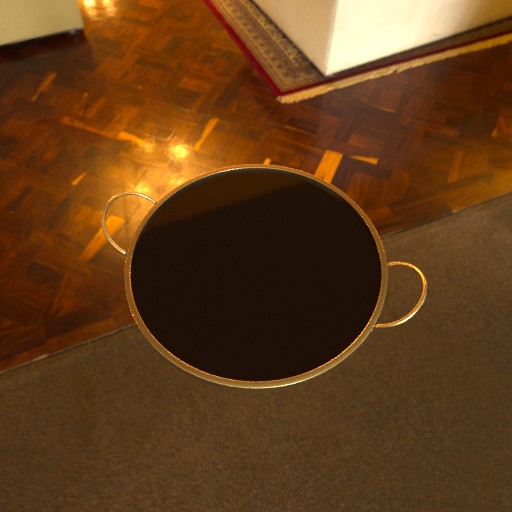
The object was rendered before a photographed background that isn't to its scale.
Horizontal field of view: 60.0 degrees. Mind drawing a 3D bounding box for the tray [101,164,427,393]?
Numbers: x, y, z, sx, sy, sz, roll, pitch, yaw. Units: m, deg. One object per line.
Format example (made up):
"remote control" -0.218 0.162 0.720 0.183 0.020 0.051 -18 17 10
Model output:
"tray" 0.000 0.000 0.742 0.543 0.069 0.438 15 58 10
